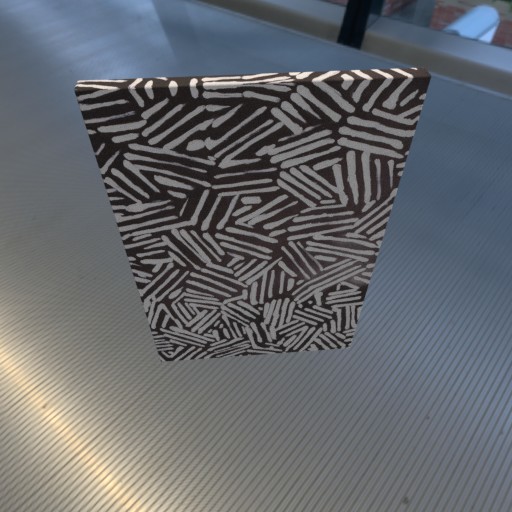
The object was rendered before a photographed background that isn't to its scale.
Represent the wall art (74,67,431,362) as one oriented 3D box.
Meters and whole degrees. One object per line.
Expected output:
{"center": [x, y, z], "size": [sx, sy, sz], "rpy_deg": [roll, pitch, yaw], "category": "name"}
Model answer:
{"center": [0.000, 0.000, 1.108], "size": [0.615, 0.918, 0.035], "rpy_deg": [-3, 48, -3], "category": "wall art"}
